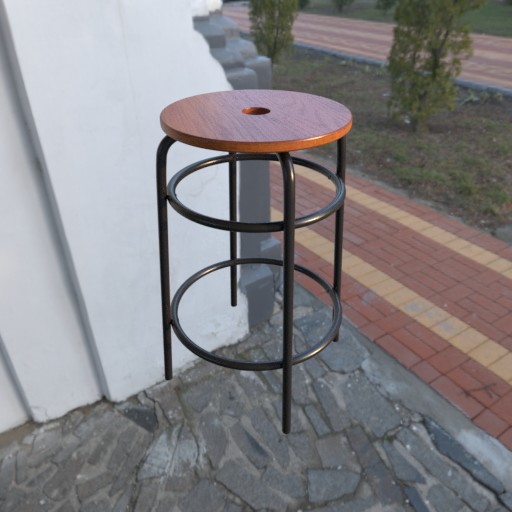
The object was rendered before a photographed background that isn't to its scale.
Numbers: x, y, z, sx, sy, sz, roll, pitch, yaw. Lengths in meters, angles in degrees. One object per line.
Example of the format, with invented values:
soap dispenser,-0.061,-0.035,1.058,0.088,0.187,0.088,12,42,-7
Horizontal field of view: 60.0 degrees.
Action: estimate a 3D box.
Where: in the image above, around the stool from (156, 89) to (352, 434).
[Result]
stool,0.000,0.000,0.947,0.455,0.610,0.455,-10,34,-14
